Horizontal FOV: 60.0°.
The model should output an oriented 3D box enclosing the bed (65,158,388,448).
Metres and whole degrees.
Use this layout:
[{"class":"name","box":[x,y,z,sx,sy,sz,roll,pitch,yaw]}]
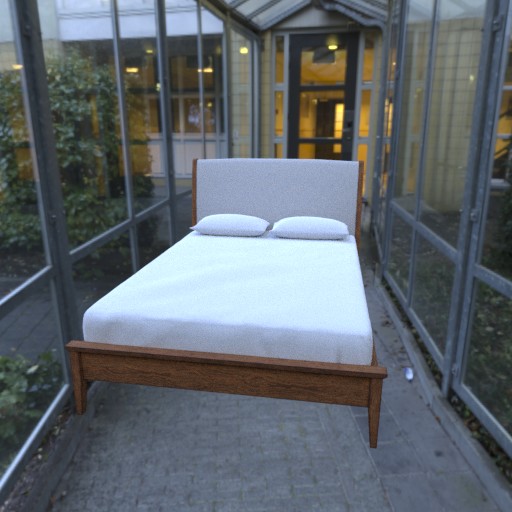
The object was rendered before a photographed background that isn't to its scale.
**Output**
[{"class":"bed","box":[0.000,0.000,2.950,1.502,1.135,2.108,3,16,9]}]
